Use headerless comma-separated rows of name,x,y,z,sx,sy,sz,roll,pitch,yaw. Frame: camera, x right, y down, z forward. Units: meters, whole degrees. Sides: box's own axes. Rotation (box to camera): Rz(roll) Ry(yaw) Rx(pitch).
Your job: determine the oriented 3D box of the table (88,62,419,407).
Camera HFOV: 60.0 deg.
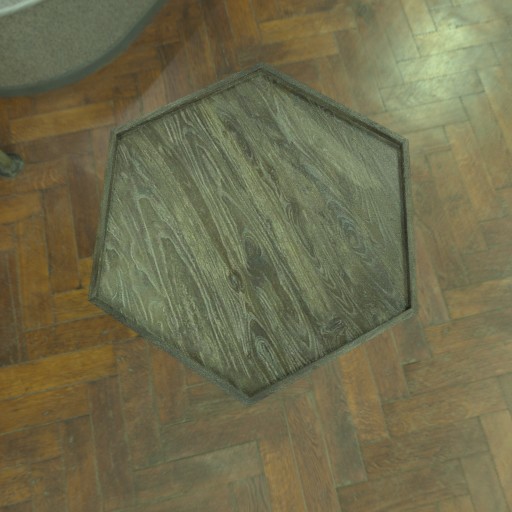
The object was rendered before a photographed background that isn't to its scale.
table,0.000,0.000,1.119,0.592,0.586,0.683,2,75,1
